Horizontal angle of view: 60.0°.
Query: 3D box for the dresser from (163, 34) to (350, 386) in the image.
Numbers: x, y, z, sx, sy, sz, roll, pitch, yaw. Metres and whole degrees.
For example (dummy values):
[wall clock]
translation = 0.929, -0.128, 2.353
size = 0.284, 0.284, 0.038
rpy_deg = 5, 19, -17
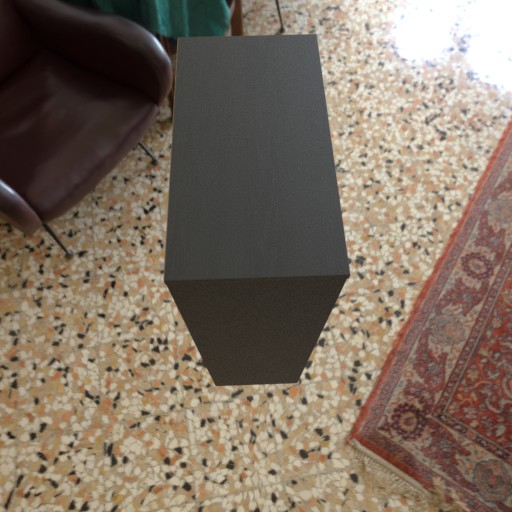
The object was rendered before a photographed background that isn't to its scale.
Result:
[dresser]
translation = 0.000, 0.000, 1.597
size = 0.399, 1.255, 0.704
rpy_deg = -2, 64, -1
